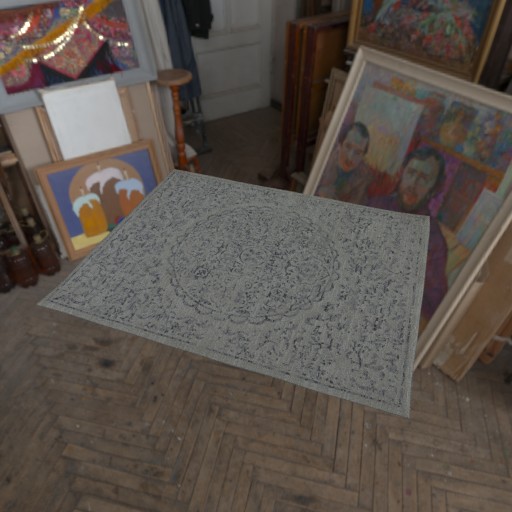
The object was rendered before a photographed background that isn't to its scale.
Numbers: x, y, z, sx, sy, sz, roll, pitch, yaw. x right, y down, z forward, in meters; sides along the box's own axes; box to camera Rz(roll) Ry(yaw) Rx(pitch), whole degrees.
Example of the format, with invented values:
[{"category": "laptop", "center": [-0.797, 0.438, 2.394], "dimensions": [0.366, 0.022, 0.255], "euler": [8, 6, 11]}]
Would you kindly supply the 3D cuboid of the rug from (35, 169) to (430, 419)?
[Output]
[{"category": "rug", "center": [0.000, 0.000, 4.022], "dimensions": [2.925, 0.026, 2.343], "euler": [13, 42, 15]}]
